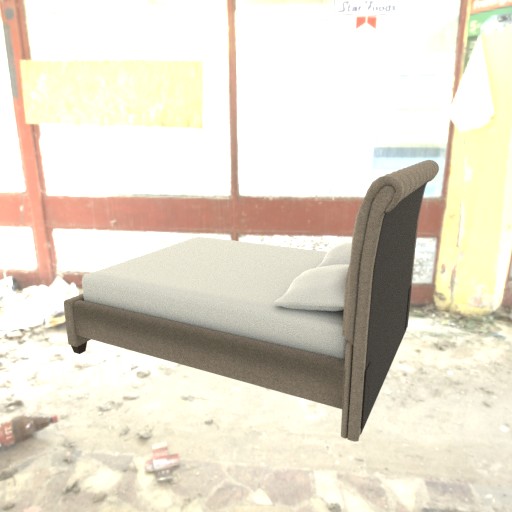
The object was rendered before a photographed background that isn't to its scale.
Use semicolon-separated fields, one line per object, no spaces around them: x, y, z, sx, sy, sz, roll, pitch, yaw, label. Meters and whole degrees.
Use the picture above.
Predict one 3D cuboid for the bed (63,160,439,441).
0.000;0.000;3.277;2.252;1.371;1.645;8;17;26;bed
